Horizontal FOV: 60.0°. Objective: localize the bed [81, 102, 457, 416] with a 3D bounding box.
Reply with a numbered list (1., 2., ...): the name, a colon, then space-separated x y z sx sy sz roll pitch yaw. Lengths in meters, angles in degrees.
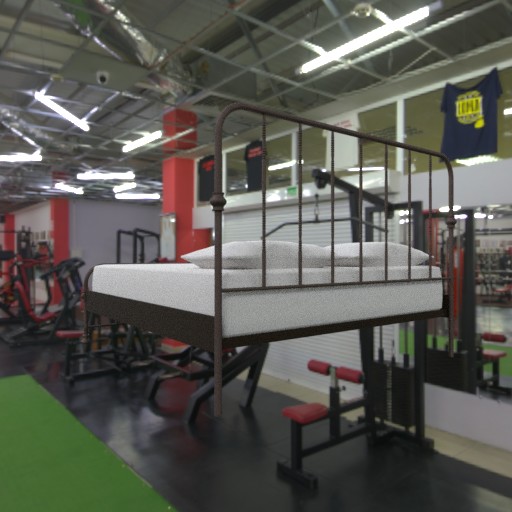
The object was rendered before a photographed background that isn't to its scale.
1. bed: 0.000 0.000 3.423 2.044 1.446 2.134 0 0 -37
